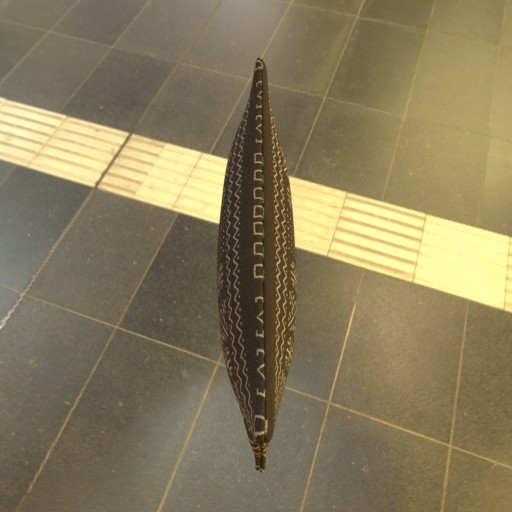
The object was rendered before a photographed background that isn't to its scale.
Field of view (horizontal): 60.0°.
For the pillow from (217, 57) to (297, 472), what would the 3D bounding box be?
[{"bbox_3d":[0.000,0.000,0.782,0.135,0.322,0.667,0,60,0],"label":"pillow"}]
